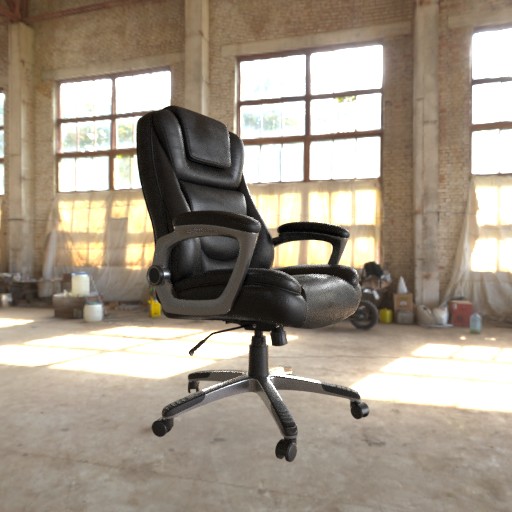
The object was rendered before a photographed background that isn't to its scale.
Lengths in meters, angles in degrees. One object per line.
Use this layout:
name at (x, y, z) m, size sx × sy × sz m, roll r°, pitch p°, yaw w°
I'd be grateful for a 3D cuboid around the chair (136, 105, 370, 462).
chair at (0.000, 0.000, 1.526) m, size 0.689 × 1.075 × 0.697 m, roll 0°, pitch 1°, yaw 36°
